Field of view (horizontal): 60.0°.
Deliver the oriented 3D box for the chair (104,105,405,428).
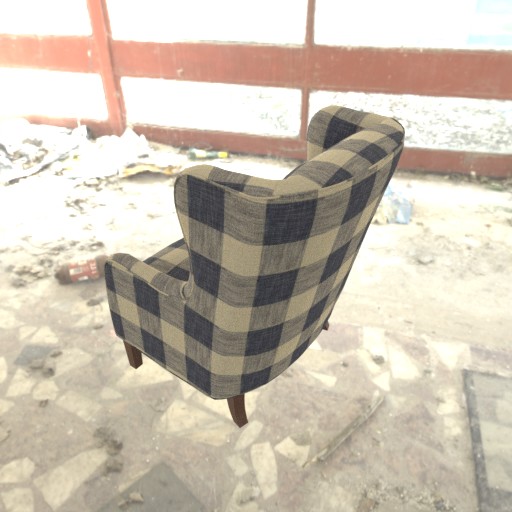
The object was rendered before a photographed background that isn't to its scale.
[{"bbox_3d":[0.000,0.000,1.728,0.889,1.041,0.830,22,39,30],"label":"chair"}]
